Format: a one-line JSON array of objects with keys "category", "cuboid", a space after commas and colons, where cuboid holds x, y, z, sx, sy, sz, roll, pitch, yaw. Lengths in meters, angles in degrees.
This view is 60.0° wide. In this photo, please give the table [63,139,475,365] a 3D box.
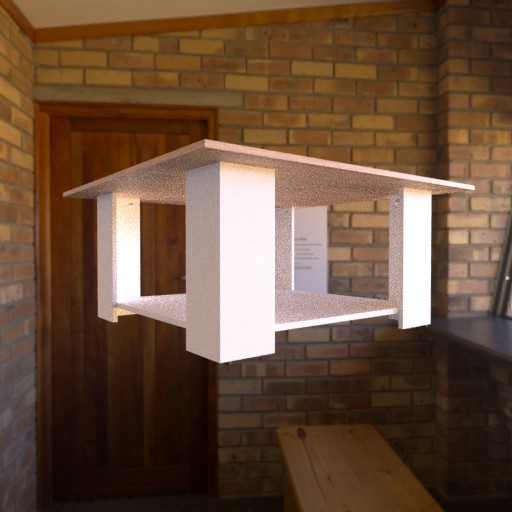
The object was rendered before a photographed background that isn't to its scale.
[{"category": "table", "cuboid": [0.000, 0.000, 1.017, 0.670, 0.305, 0.670, -1, 1, -37]}]
